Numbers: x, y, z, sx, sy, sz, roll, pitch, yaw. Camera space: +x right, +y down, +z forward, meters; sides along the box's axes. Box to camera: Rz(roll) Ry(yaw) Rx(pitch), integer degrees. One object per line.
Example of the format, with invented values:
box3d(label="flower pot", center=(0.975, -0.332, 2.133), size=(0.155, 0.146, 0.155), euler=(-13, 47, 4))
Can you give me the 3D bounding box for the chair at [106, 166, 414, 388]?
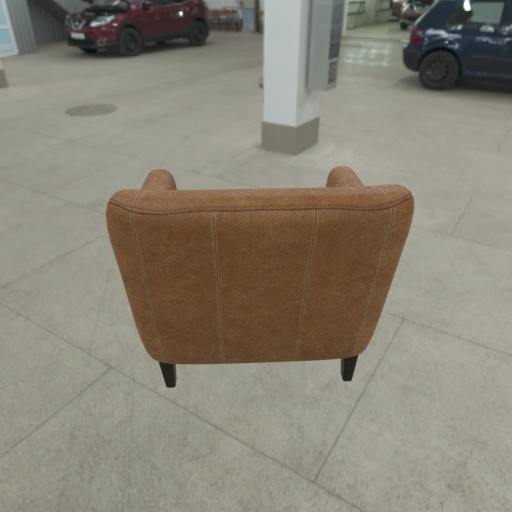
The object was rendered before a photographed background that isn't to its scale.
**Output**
box3d(label="chair", center=(0.000, 0.000, 1.882), size=(1.037, 0.980, 1.034), euler=(-1, 32, -2))
